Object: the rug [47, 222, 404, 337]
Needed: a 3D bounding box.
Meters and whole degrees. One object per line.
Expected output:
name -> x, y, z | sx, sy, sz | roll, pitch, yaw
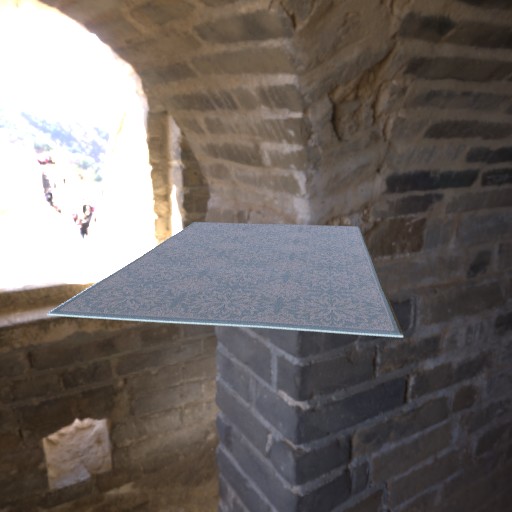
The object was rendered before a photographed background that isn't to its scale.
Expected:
rug -> 0.000, 0.000, 3.515 | 1.819, 0.018, 2.746 | 2, 15, 8
